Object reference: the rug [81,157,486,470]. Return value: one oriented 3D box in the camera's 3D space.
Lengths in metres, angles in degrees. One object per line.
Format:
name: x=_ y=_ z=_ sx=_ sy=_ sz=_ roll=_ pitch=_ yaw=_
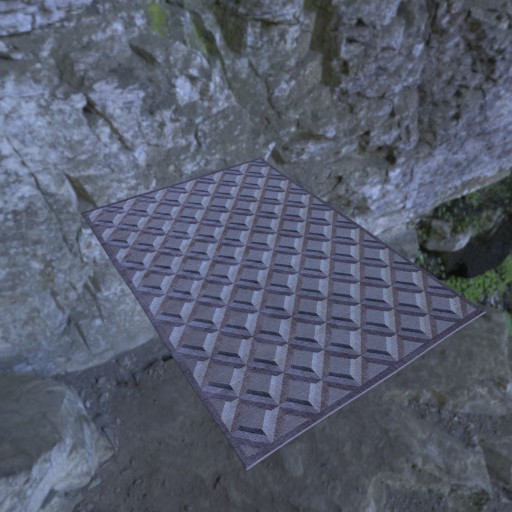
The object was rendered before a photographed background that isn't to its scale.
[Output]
rug: x=0.000 y=0.000 z=2.872 sx=1.600 sy=0.013 sz=2.260 roll=-23 pitch=45 yaw=-25
